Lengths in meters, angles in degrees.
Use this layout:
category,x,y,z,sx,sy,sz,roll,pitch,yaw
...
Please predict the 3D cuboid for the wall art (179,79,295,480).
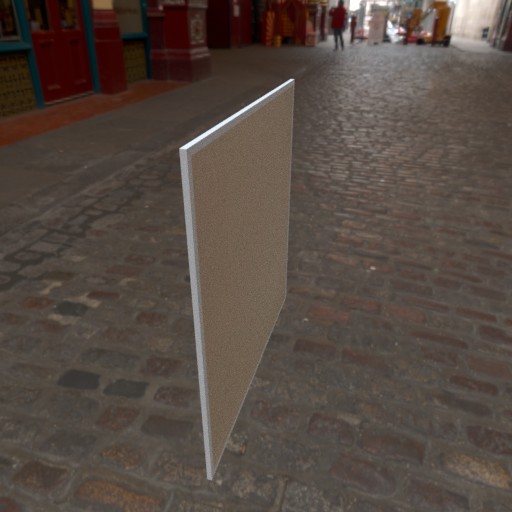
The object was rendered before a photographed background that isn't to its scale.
category,x,y,z,sx,sy,sz,roll,pitch,yaw
wall art,0.000,0.000,0.686,0.007,0.456,0.456,8,30,14
